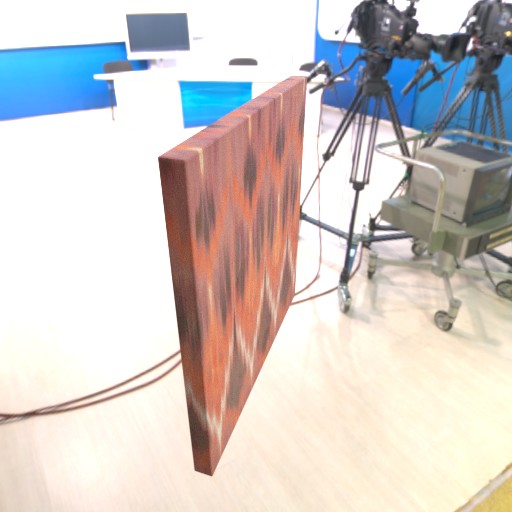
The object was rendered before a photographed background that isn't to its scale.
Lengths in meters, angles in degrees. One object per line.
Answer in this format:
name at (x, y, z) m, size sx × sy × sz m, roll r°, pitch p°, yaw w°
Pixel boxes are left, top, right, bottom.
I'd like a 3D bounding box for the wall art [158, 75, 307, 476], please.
wall art at (0.000, 0.000, 0.915) m, size 0.037 × 0.609 × 0.603 m, roll 10°, pitch 33°, yaw 16°
